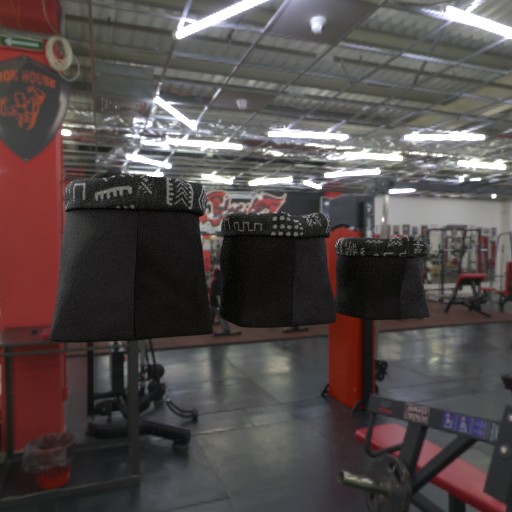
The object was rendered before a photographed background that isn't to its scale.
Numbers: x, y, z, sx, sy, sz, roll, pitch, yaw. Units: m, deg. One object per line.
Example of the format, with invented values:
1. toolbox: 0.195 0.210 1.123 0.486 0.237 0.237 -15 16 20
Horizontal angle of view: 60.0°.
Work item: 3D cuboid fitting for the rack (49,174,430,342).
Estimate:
1. rack: 0.000 0.000 1.095 0.905 0.323 0.379 0 1 -18
